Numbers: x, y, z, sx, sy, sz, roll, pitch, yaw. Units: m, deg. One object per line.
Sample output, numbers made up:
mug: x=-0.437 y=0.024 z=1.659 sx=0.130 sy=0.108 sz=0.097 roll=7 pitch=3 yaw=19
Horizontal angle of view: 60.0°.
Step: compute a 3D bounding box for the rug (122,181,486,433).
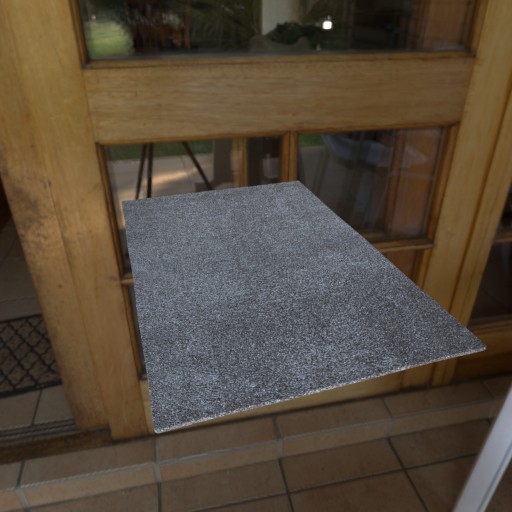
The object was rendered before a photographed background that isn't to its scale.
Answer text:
rug: x=0.000 y=0.000 z=3.305 sx=1.802 sy=0.026 sz=2.699 roll=-9 pitch=31 yaw=-15
